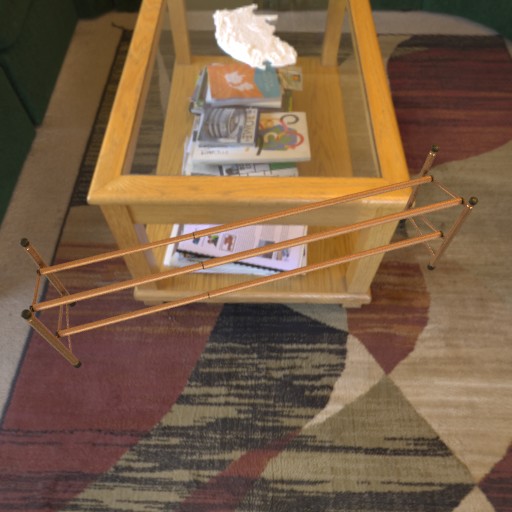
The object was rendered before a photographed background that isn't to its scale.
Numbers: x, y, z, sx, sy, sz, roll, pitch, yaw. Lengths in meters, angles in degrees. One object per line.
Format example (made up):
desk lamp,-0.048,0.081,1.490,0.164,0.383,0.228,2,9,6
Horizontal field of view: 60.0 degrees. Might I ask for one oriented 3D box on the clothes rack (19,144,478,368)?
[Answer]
clothes rack,0.000,0.000,1.283,1.168,0.349,0.229,-14,59,-9
